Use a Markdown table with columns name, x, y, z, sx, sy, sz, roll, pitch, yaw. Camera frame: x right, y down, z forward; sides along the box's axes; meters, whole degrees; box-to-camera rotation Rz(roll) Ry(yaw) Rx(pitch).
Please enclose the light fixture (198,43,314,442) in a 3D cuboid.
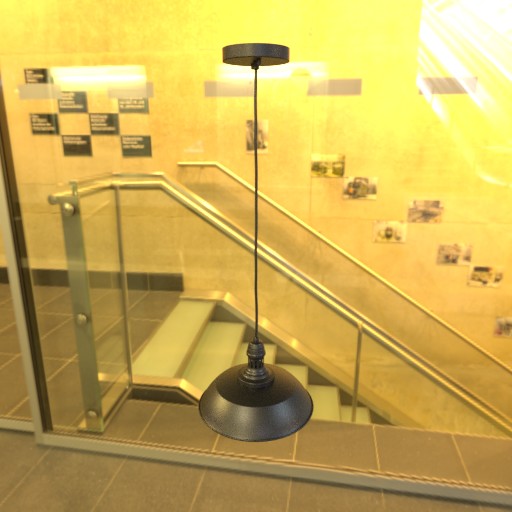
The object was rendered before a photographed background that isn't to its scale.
| name | x | y | z | sx | sy | sz | roll | pitch | yaw |
| --- | --- | --- | --- | --- | --- | --- | --- | --- | --- |
| light fixture | 0.000 | 0.000 | 1.160 | 0.331 | 0.993 | 0.331 | -3 | 16 | -9 |
